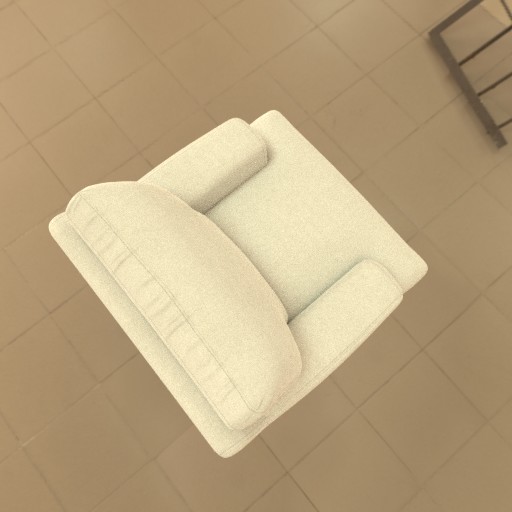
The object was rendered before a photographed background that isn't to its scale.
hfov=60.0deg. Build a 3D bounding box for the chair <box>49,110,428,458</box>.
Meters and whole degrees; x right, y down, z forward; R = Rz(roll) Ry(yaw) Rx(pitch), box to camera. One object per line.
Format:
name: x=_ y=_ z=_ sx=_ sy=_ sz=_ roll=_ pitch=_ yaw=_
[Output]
chair: x=0.000 y=0.000 z=1.930 sx=1.158 sy=0.930 sz=1.140 roll=-39 pitch=78 yaw=-10
